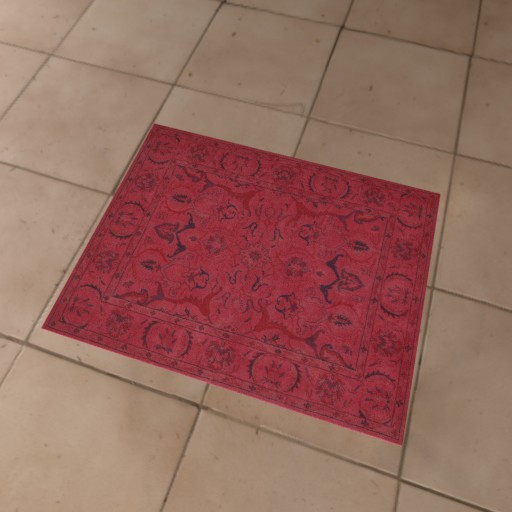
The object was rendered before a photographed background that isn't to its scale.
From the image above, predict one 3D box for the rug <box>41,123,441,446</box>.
[{"bbox_3d":[0.000,0.000,3.883,2.929,0.012,2.300,16,64,8],"label":"rug"}]
